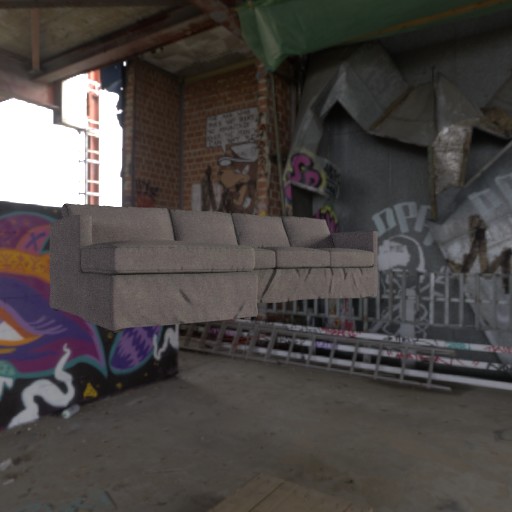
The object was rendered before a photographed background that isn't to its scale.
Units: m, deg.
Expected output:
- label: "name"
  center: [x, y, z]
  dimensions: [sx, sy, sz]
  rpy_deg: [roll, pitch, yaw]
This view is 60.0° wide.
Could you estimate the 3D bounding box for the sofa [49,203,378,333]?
- label: "sofa"
  center: [0.000, 0.000, 4.021]
  dimensions: [3.205, 0.922, 1.650]
  rpy_deg: [0, 0, -36]
